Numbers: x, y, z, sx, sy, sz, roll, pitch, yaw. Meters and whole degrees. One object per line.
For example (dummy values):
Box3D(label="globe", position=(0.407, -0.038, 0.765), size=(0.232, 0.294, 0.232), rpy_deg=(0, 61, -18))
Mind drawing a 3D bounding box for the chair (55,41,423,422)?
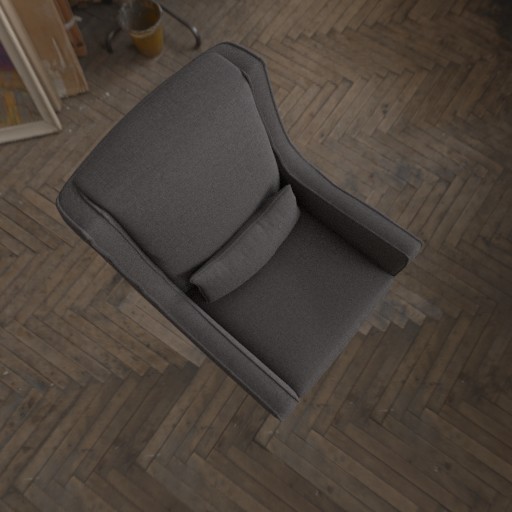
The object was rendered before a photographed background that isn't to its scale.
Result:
Box3D(label="chair", position=(0.000, 0.000, 1.558), size=(0.879, 0.993, 0.732), rpy_deg=(40, 78, 10))
